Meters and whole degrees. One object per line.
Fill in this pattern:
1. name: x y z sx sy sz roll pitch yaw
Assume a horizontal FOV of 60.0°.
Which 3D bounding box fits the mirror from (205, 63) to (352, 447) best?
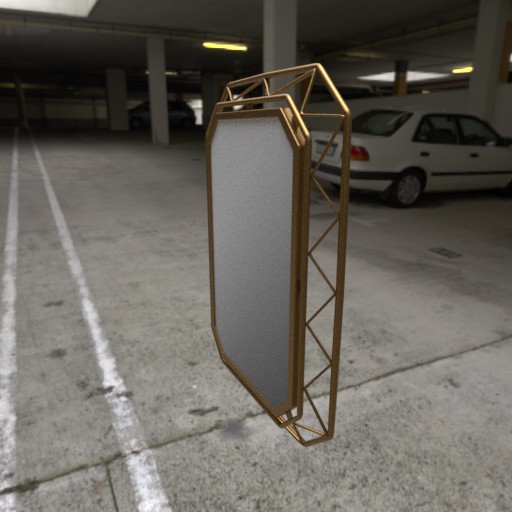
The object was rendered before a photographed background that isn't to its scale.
1. mirror: 0.000 0.000 0.734 0.042 0.566 0.417 -8 18 -26
